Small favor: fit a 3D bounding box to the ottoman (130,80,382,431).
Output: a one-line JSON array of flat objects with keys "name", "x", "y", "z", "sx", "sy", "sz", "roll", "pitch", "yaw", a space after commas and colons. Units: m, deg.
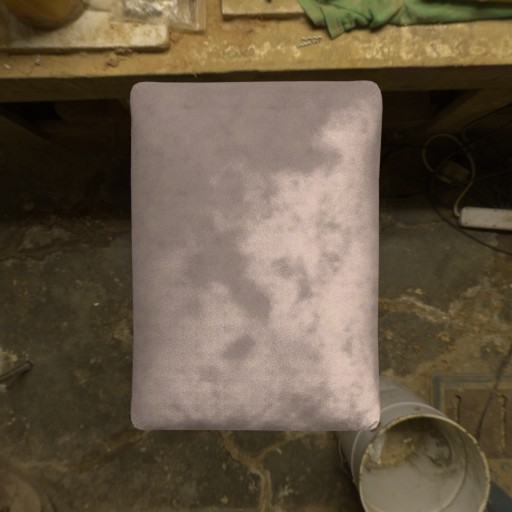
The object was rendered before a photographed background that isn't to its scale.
[{"name": "ottoman", "x": 0.000, "y": 0.000, "z": 1.062, "sx": 0.520, "sy": 0.456, "sz": 0.719, "roll": 0, "pitch": 90, "yaw": 1}]
